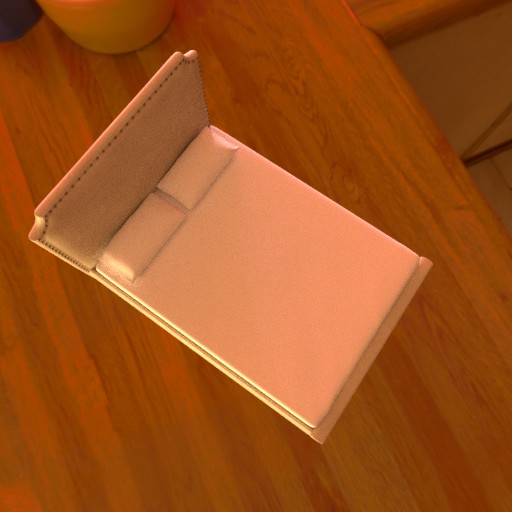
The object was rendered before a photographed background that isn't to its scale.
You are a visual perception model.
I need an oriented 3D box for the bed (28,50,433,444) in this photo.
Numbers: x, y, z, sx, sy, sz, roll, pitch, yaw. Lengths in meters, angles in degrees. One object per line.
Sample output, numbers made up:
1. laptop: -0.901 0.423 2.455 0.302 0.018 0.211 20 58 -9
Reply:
1. bed: 0.000 0.000 3.351 2.372 1.443 1.712 34 77 9
